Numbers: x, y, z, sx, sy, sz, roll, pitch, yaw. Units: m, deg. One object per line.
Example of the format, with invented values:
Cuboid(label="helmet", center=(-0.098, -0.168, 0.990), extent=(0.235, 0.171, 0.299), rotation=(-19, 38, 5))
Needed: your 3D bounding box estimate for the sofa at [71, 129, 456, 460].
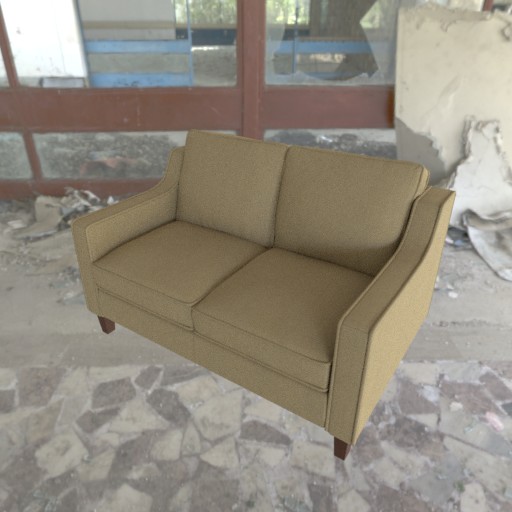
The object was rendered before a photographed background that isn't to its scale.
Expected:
Cuboid(label="sofa", center=(0.000, 0.000, 2.143), extent=(1.501, 0.971, 0.987), rotation=(18, 33, 29))
